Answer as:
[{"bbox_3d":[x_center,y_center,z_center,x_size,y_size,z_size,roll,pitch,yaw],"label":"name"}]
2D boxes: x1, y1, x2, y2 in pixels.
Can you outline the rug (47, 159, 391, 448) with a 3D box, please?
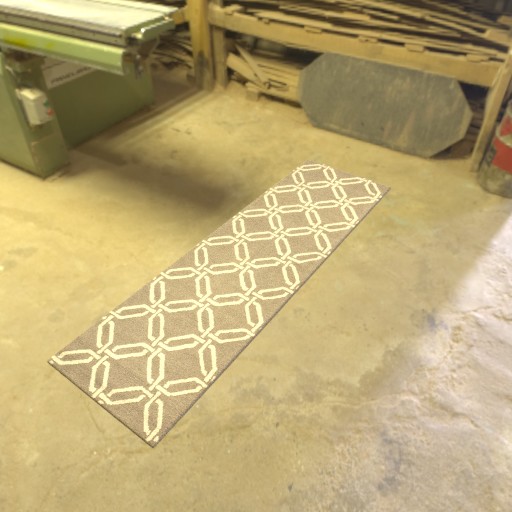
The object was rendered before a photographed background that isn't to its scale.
[{"bbox_3d":[0.000,0.000,2.537,0.678,0.014,2.276,25,47,26],"label":"rug"}]
